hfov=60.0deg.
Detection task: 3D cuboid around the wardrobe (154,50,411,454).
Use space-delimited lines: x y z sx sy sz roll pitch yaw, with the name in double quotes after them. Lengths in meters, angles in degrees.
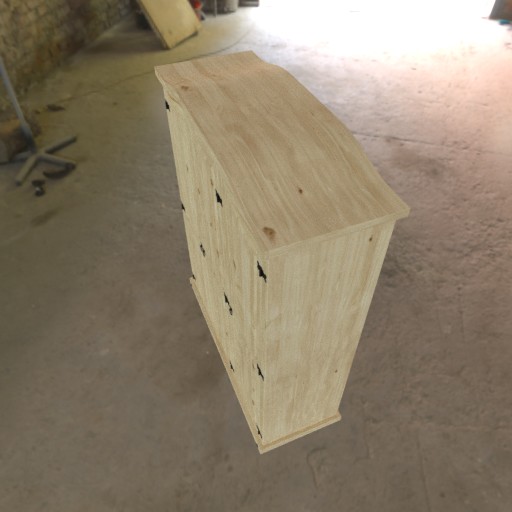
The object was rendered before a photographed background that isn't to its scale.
0.000 0.000 2.603 0.570 1.870 1.500 -17 49 -15 "wardrobe"
